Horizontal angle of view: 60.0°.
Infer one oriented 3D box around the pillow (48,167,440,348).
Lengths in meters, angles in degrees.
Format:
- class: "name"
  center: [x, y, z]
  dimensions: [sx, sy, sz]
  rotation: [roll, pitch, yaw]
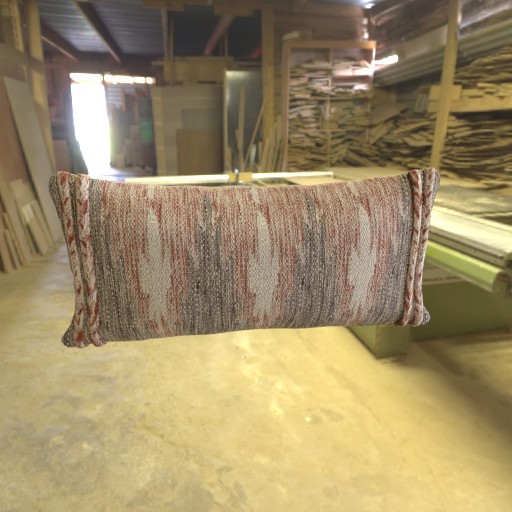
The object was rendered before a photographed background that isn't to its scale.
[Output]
- class: "pillow"
  center: [0.000, 0.000, 0.727]
  dimensions: [0.635, 0.282, 0.139]
  rotation: [-2, 16, -8]
